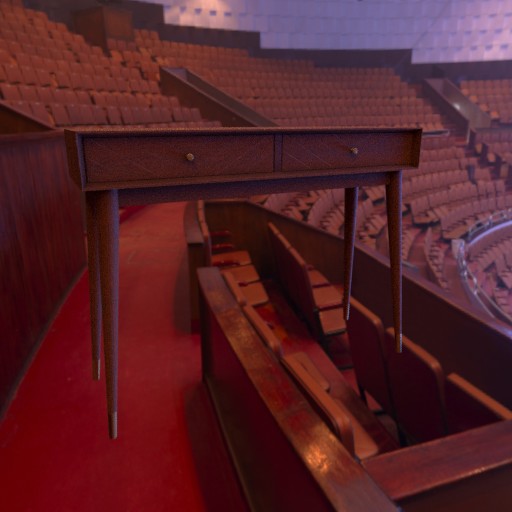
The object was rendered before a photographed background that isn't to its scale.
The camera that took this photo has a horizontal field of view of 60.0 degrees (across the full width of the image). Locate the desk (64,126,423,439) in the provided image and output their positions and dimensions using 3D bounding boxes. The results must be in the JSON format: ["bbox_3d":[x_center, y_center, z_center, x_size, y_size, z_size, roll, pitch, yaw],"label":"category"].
[{"bbox_3d":[0.000,0.000,1.653,1.204,0.917,0.384,-8,19,-25],"label":"desk"}]
